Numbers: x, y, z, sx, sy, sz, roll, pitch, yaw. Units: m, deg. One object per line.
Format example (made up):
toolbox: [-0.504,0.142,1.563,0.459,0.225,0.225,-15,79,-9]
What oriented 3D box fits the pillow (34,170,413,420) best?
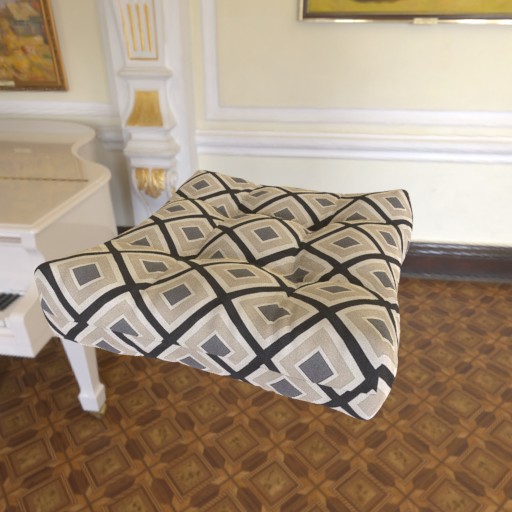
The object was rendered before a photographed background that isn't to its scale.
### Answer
pillow: [0.000,0.000,0.717,0.468,0.128,0.490,10,29,17]
